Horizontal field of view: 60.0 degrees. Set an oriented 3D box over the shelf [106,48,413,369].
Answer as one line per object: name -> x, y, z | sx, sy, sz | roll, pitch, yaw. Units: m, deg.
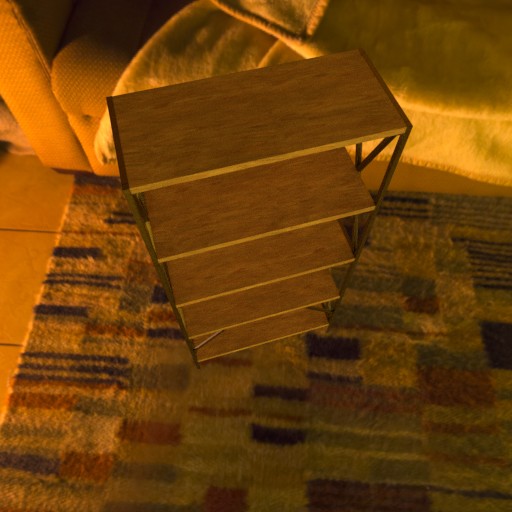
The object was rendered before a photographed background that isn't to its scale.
shelf -> 0.000, 0.000, 2.150 | 0.874, 1.803, 0.386 | -14, 61, -8
